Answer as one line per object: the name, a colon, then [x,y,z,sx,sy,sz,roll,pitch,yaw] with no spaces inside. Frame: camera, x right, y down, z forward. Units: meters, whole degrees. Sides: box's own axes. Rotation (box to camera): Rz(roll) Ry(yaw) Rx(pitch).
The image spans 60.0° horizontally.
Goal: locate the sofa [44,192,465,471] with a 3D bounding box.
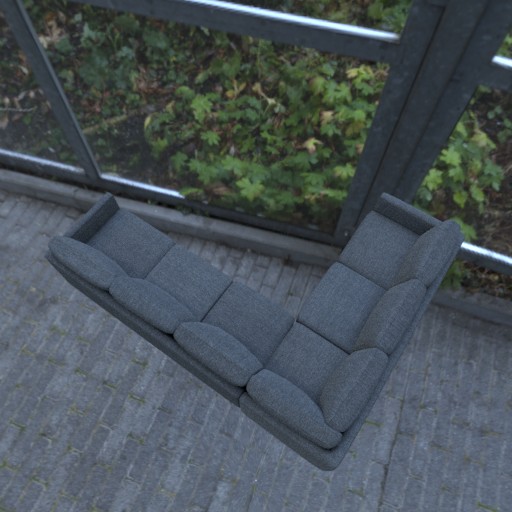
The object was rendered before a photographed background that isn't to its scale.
sofa: [0.000,0.000,4.519,3.302,0.947,2.593,32,67,15]
